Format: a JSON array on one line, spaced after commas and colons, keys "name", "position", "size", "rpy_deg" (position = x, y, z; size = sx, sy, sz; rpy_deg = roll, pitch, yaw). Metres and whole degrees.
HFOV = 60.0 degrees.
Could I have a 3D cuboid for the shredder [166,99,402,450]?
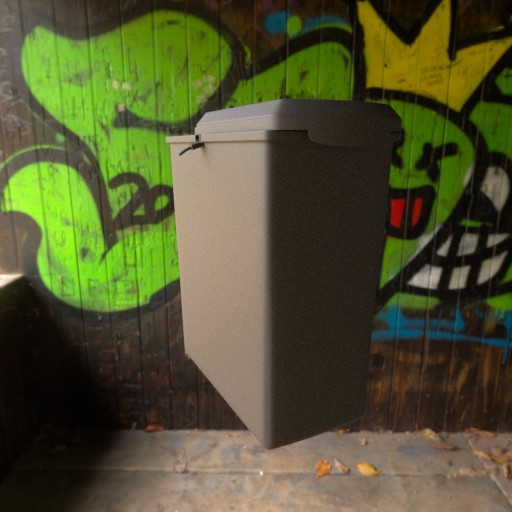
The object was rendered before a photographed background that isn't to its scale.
[{"name": "shredder", "position": [0.000, 0.000, 0.526], "size": [0.170, 0.335, 0.320], "rpy_deg": [-7, 15, -27]}]
